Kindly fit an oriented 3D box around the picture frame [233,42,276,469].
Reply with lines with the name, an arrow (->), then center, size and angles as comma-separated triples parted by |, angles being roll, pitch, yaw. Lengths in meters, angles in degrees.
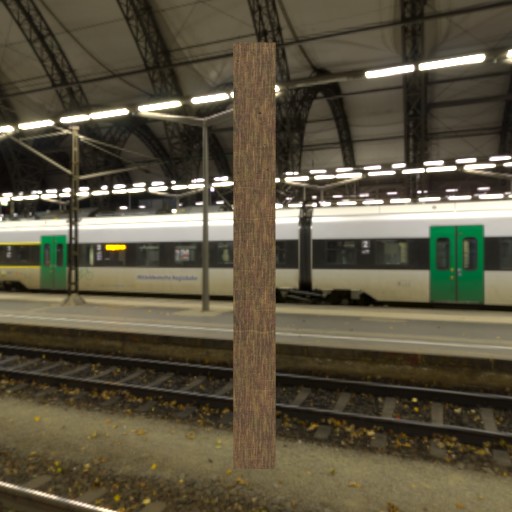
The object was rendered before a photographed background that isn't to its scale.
picture frame -> 0.000, 0.000, 0.532 | 0.033, 0.330, 0.378 | 0, 0, 0
